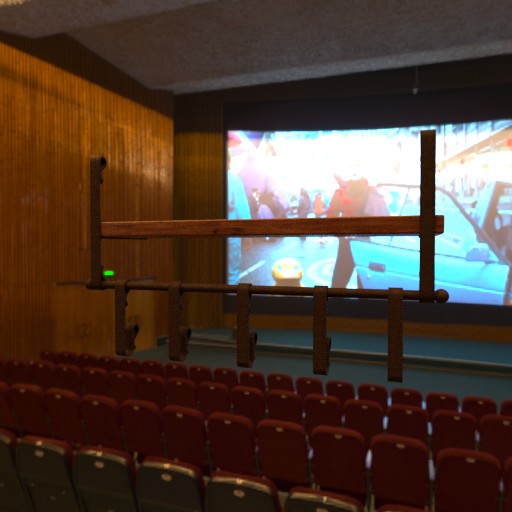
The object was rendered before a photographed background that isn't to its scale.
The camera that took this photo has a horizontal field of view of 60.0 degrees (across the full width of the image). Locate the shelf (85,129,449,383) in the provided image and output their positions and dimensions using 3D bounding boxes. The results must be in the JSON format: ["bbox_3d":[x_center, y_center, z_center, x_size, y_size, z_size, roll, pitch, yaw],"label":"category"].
[{"bbox_3d":[0.000,0.000,0.718,0.567,0.330,0.146,0,1,19],"label":"shelf"}]
